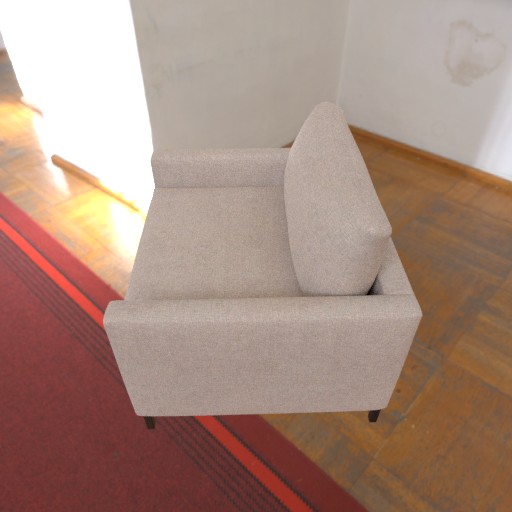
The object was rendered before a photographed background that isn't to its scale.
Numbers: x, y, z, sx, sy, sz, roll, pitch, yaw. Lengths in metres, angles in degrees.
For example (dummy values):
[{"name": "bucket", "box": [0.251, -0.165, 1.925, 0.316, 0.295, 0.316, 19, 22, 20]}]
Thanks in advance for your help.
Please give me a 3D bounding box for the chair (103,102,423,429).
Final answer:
[{"name": "chair", "box": [0.000, 0.000, 1.629, 0.866, 0.861, 0.963, -1, 41, -1]}]
